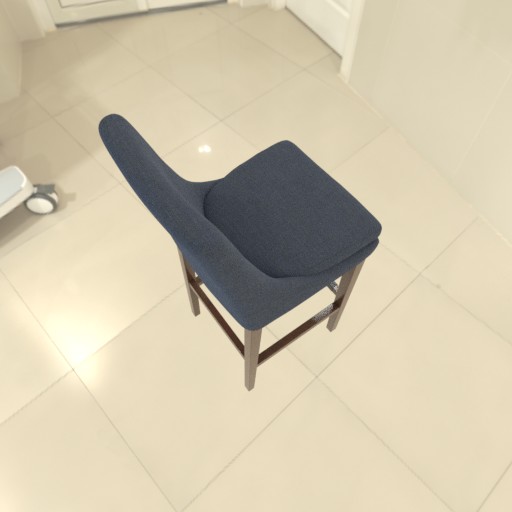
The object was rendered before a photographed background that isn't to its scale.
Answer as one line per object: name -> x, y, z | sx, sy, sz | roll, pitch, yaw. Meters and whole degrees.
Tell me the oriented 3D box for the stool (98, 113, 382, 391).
stool -> 0.000, 0.000, 1.381 | 0.577, 1.078, 0.470 | -32, 63, -18
